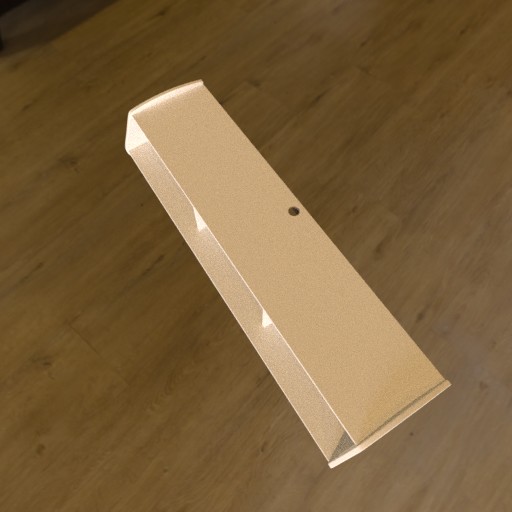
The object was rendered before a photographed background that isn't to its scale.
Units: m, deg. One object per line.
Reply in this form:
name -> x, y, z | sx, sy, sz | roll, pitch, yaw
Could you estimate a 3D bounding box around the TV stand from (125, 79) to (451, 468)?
TV stand -> 0.000, 0.000, 1.683 | 0.397, 0.424, 1.473 | -29, 66, -14
